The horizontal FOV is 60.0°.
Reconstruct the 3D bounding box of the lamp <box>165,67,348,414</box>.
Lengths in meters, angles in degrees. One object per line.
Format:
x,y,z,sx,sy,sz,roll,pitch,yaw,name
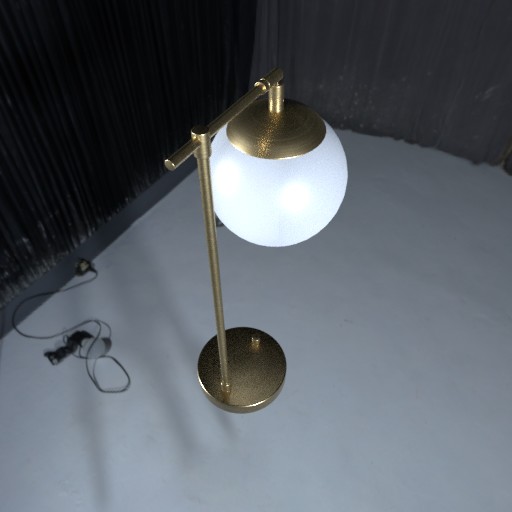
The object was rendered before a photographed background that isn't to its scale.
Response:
0.000,0.000,0.697,0.207,0.559,0.324,22,50,20,lamp
